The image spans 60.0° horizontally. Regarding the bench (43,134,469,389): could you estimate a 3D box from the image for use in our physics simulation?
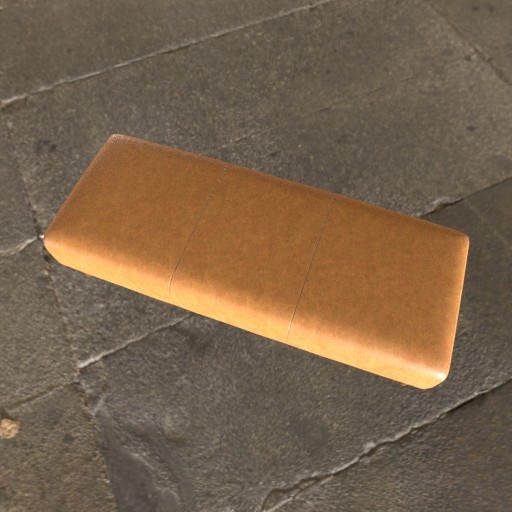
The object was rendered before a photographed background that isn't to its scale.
[{"bbox_3d":[0.000,0.000,1.901,1.610,0.399,0.653,18,64,9],"label":"bench"}]
